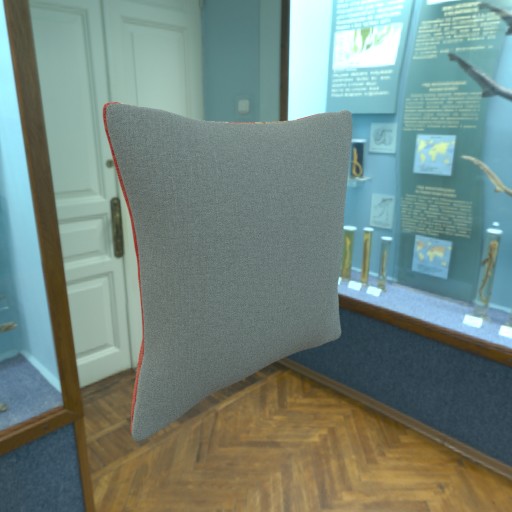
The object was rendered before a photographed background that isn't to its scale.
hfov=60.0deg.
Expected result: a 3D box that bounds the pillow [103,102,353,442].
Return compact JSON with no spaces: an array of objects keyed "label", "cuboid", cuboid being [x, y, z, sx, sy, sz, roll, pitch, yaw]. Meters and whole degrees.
[{"label":"pillow","cuboid":[0.000,0.000,0.655,0.437,0.419,0.136,-15,22,-41]}]
